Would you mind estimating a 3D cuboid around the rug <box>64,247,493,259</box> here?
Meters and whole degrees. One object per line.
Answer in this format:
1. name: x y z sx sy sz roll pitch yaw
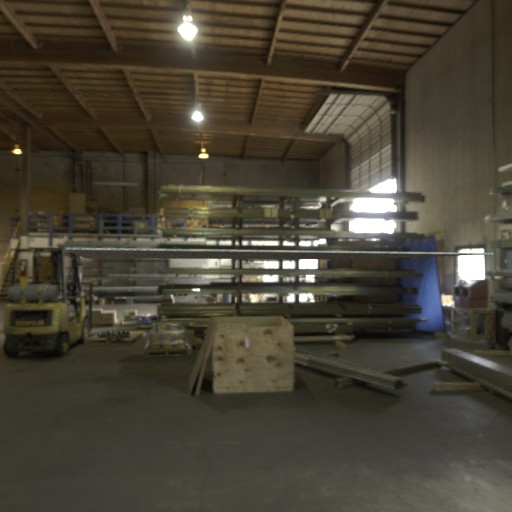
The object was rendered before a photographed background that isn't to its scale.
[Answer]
1. rug: 0.000 0.000 4.090 3.056 0.013 2.441 0 -2 -18
